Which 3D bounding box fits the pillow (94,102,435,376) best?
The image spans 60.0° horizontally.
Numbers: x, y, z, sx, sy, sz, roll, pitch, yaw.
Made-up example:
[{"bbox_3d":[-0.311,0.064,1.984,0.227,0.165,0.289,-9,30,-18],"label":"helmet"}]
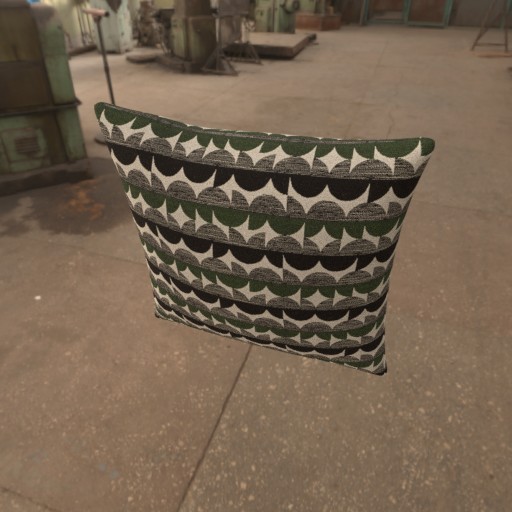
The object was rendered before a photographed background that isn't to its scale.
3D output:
[{"bbox_3d":[0.000,0.000,0.632,0.419,0.404,0.180,11,35,17],"label":"pillow"}]
